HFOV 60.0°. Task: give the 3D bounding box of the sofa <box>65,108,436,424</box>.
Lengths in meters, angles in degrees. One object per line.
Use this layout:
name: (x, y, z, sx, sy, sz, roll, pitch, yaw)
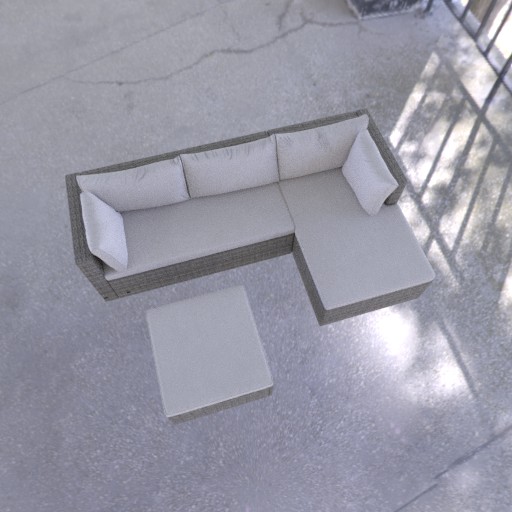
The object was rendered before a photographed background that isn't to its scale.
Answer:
sofa: (0.000, 0.000, 2.962, 2.192, 0.766, 1.662, -15, 63, -8)
